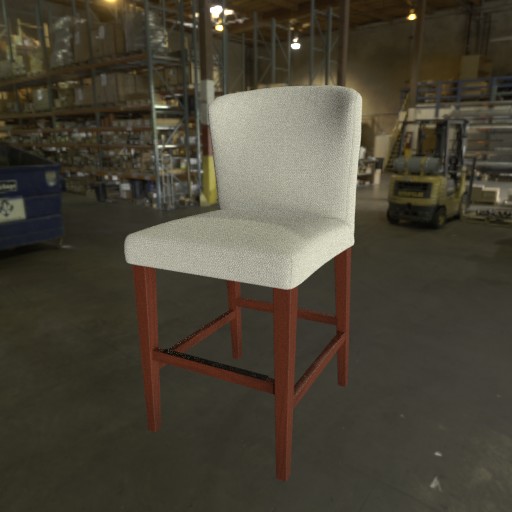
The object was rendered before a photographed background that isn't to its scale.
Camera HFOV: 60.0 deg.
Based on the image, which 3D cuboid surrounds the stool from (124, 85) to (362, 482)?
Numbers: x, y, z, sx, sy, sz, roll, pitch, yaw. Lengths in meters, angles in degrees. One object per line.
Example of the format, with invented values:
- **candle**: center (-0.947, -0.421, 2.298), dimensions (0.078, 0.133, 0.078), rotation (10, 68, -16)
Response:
- **stool**: center (0.000, 0.000, 1.275), dimensions (0.481, 0.969, 0.568), rotation (8, 17, 27)
